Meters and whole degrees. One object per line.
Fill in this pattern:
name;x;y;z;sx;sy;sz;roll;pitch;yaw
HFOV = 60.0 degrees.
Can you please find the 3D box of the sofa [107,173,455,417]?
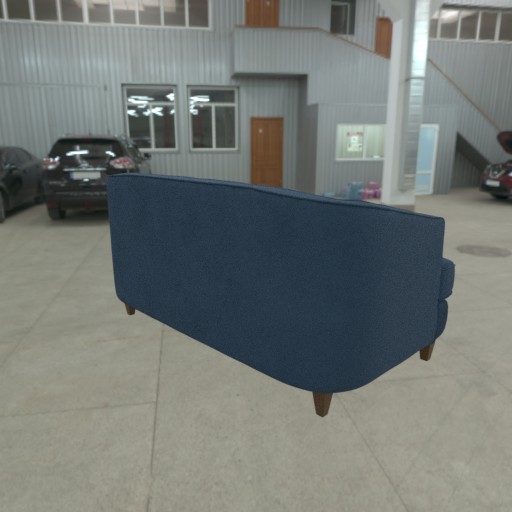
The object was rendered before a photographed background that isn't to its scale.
sofa;0.000;0.000;2.308;0.941;0.854;1.733;-14;20;-43
